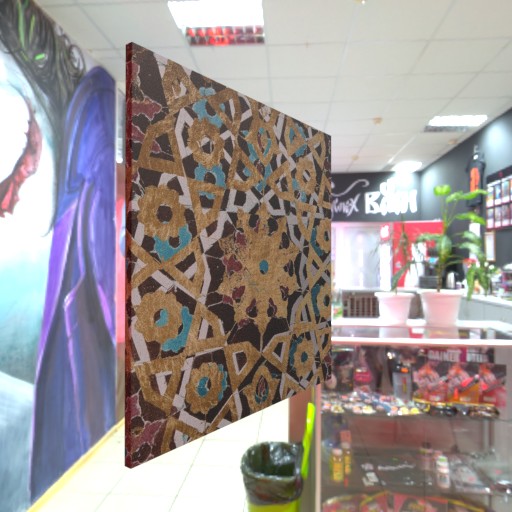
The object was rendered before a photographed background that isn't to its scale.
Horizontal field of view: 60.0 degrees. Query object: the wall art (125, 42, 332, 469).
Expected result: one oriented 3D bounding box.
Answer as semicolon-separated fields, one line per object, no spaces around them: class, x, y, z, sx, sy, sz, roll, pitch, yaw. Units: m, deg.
wall art;0.000;0.000;0.585;0.010;0.406;0.404;0;-1;37
